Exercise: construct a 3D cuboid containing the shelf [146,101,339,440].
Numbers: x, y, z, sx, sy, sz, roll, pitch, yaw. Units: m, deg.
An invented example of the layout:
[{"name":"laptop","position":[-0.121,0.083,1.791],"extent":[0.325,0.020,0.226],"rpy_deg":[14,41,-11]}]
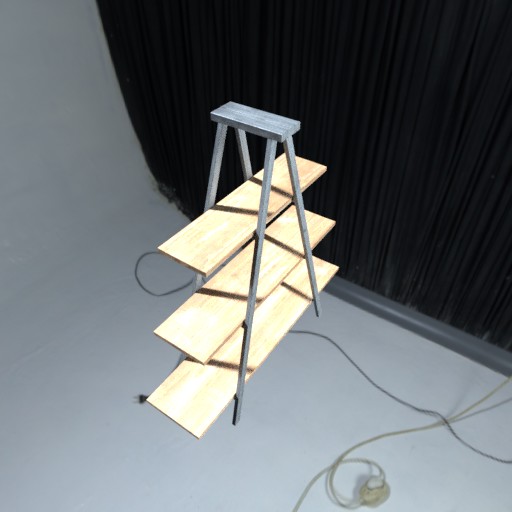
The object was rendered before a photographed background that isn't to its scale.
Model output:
[{"name":"shelf","position":[0.000,0.000,2.732],"extent":[0.508,1.808,1.746],"rpy_deg":[25,47,25]}]
